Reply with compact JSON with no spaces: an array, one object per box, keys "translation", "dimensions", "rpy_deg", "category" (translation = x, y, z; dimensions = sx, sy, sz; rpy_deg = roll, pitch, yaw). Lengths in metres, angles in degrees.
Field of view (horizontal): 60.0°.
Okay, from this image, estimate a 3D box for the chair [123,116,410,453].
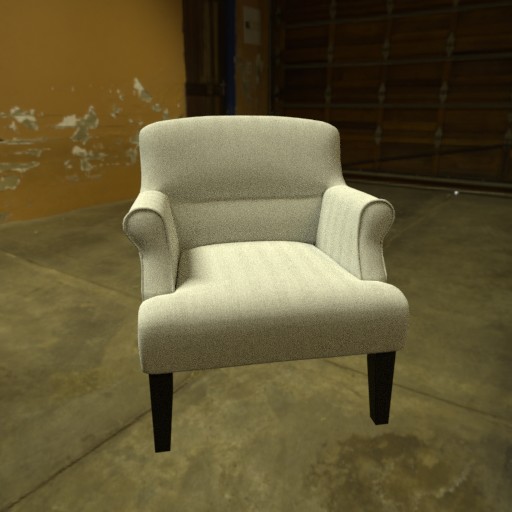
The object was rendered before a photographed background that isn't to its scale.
[{"translation":[0.000,0.000,1.450],"dimensions":[0.781,0.875,0.750],"rpy_deg":[-3,18,-10],"category":"chair"}]
